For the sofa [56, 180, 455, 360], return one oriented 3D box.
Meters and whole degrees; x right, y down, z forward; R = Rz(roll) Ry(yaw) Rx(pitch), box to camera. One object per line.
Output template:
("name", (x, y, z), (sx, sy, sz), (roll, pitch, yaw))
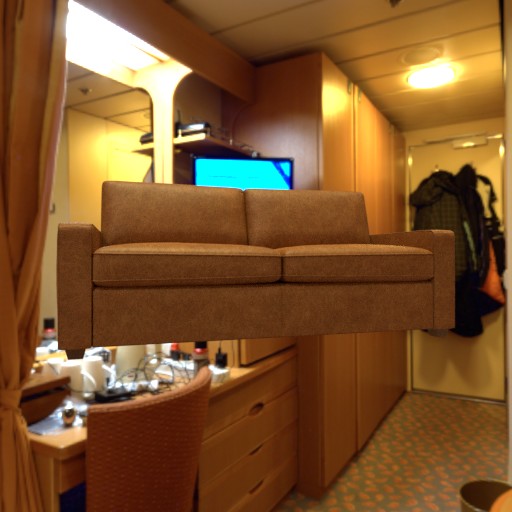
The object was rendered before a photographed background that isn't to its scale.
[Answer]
("sofa", (0.000, 0.000, 2.689), (2.156, 0.928, 0.991), (0, 0, -16))
